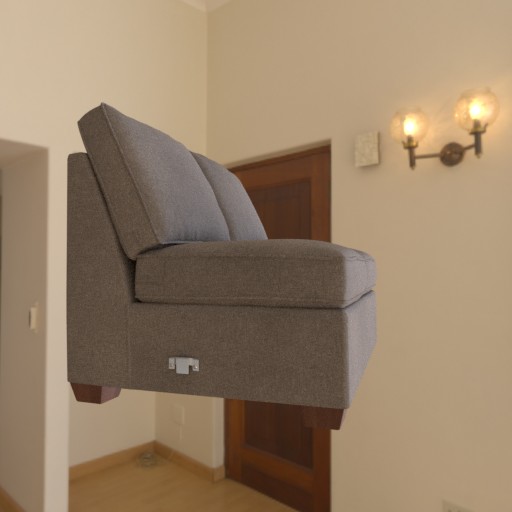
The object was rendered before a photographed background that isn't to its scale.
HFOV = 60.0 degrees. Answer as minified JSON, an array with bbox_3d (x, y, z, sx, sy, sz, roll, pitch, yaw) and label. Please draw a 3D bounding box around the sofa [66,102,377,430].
[{"bbox_3d":[0.000,0.000,1.920,0.951,1.008,1.237,-1,-2,19],"label":"sofa"}]
